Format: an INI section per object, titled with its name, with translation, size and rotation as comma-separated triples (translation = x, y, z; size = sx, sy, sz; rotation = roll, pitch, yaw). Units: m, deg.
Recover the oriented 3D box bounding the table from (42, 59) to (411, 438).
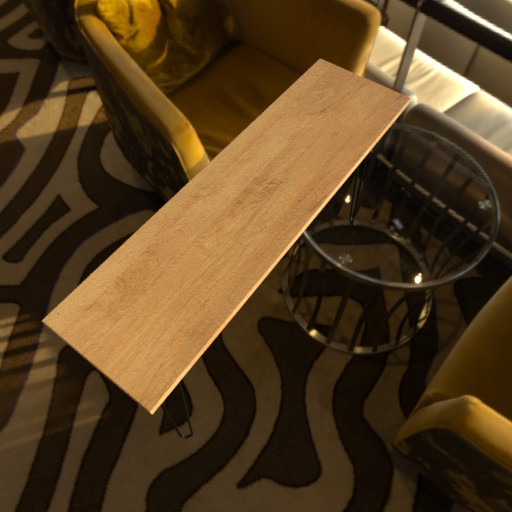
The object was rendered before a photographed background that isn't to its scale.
[table]
translation = 0.000, 0.000, 1.759
size = 0.399, 0.799, 1.400
rotation = 32, 64, 18
